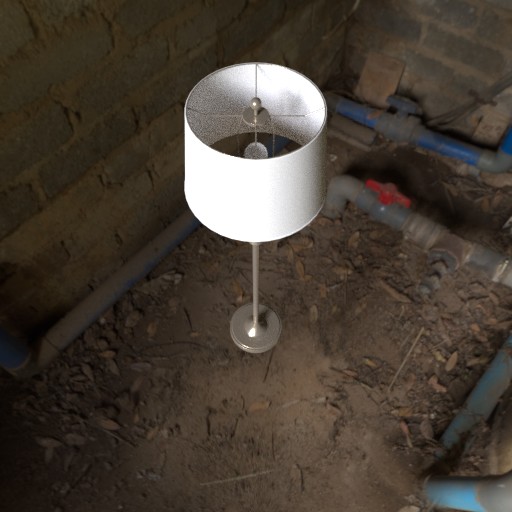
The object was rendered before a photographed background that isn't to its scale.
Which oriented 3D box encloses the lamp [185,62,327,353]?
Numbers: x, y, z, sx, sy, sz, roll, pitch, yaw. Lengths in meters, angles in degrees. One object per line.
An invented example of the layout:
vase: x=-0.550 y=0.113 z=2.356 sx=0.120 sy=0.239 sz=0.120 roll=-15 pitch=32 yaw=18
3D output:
lamp: x=0.000 y=0.000 z=1.715 sx=0.431 sy=1.488 sz=0.431 roll=0 pitch=59 yaw=0
